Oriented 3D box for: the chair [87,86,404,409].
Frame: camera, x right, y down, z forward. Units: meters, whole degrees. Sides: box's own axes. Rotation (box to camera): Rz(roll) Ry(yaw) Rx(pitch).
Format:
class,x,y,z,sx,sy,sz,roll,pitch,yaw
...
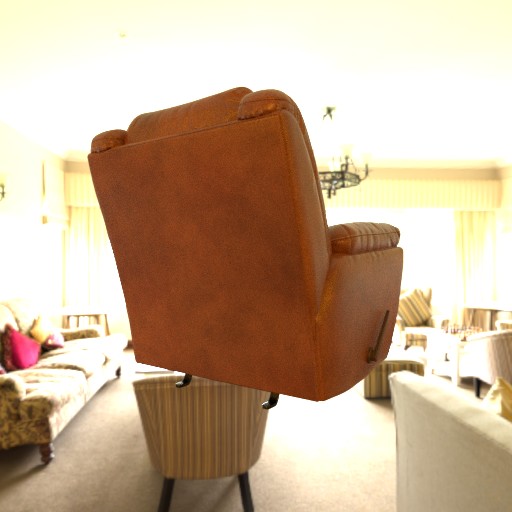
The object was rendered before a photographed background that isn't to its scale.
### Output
class,x,y,z,sx,sy,sz,roll,pitch,yaw
chair,0.000,0.000,1.892,0.990,1.093,1.041,0,0,36
